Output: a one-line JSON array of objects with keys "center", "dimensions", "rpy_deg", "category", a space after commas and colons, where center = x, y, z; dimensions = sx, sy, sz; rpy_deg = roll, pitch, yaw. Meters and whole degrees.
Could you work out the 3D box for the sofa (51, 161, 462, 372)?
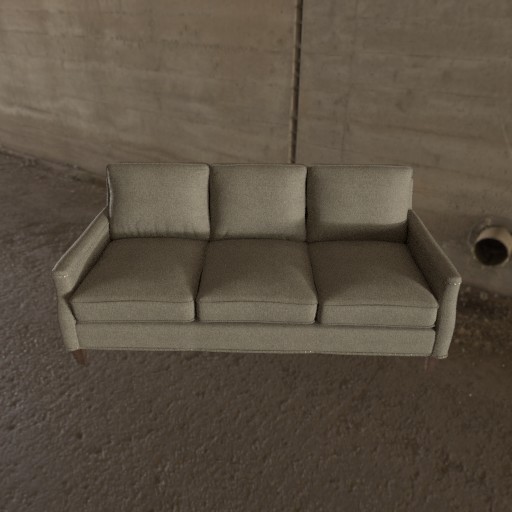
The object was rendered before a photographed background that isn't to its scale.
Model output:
[{"center": [0.000, 0.000, 2.854], "dimensions": [2.246, 1.003, 1.084], "rpy_deg": [1, 30, 2], "category": "sofa"}]
